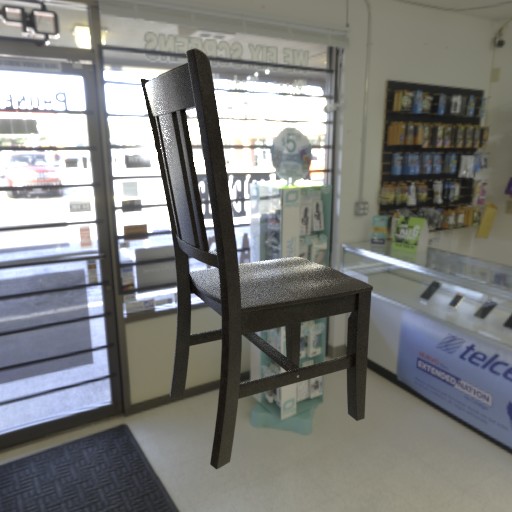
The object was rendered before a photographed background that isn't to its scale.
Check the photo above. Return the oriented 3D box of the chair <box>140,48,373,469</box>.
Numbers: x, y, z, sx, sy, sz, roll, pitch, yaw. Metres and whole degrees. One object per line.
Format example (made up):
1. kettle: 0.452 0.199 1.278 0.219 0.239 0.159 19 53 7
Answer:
1. chair: 0.000 0.000 1.299 0.555 0.998 0.450 -7 15 -27
